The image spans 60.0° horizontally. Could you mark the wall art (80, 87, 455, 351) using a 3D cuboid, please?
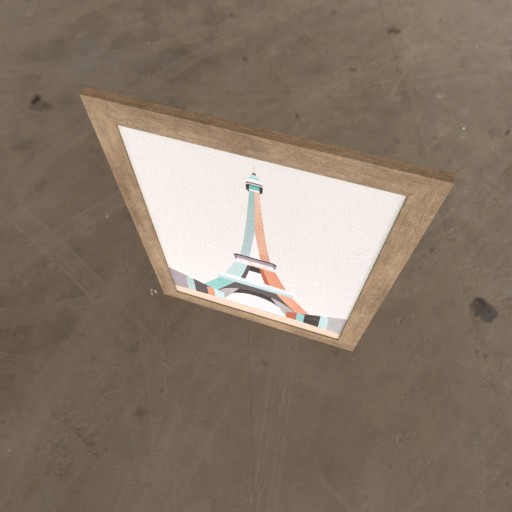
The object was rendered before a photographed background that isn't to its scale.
[{"bbox_3d":[0.000,0.000,0.904,0.534,0.686,0.018,16,61,9],"label":"wall art"}]
